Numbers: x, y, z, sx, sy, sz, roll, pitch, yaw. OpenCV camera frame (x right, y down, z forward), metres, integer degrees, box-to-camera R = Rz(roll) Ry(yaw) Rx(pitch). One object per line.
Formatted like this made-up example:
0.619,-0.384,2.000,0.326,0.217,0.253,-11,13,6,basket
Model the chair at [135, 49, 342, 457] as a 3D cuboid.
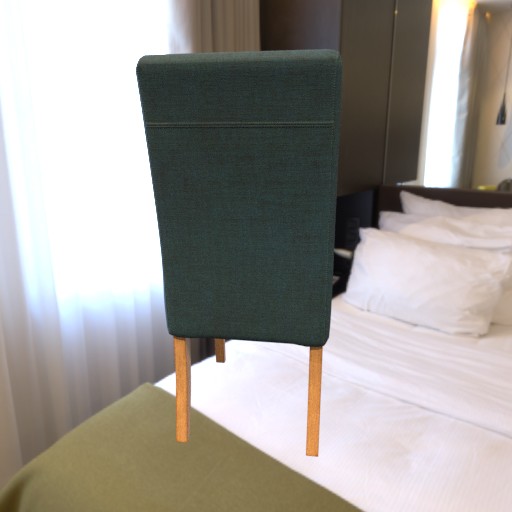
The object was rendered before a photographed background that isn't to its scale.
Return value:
0.000,0.000,1.323,0.450,1.029,0.610,2,15,9,chair
